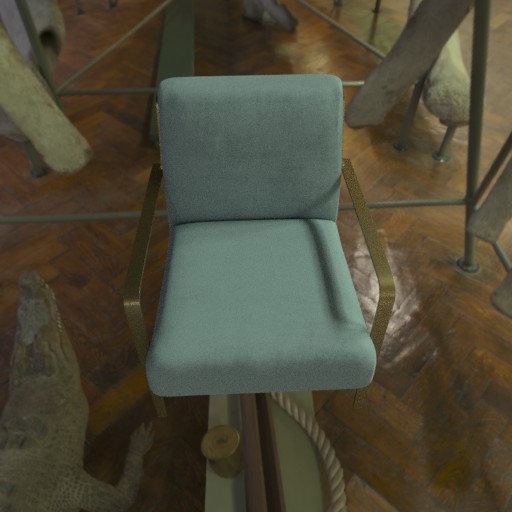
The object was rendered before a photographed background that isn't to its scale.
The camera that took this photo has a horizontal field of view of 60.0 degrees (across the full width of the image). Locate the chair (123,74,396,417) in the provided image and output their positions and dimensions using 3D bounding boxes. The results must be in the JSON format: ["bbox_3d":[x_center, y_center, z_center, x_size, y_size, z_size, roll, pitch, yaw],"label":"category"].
[{"bbox_3d":[0.000,0.000,1.449,0.701,0.824,0.842,-2,48,-2],"label":"chair"}]
